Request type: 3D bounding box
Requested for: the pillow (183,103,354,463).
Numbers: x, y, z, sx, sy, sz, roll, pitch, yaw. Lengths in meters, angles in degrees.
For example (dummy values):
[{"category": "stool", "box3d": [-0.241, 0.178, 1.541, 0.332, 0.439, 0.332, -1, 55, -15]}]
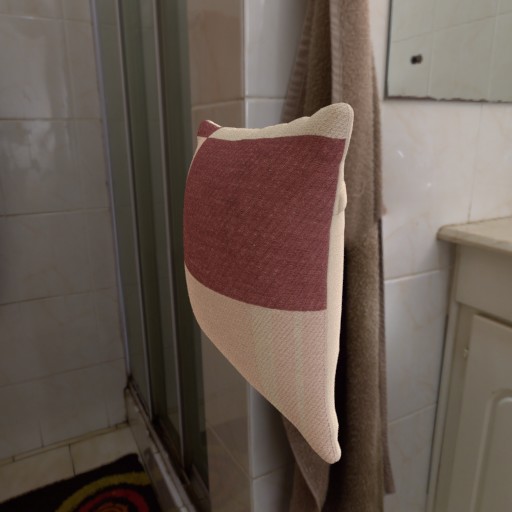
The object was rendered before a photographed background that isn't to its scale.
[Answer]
[{"category": "pillow", "box3d": [0.000, 0.000, 0.813, 0.229, 0.506, 0.536, -8, 17, -25]}]
